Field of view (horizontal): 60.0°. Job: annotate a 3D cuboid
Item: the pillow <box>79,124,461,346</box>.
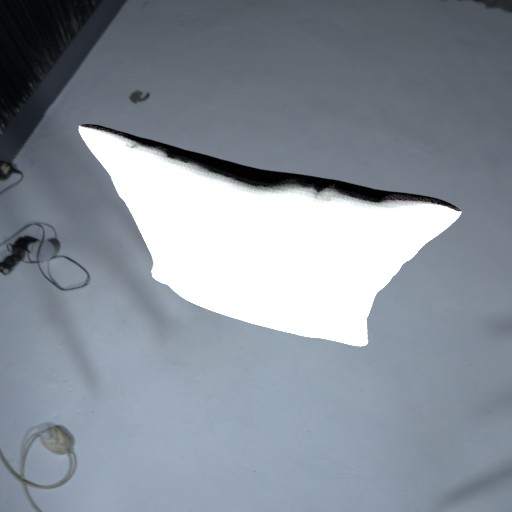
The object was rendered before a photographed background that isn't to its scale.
[{"bbox_3d":[0.000,0.000,0.726,0.475,0.473,0.178,15,64,8],"label":"pillow"}]
